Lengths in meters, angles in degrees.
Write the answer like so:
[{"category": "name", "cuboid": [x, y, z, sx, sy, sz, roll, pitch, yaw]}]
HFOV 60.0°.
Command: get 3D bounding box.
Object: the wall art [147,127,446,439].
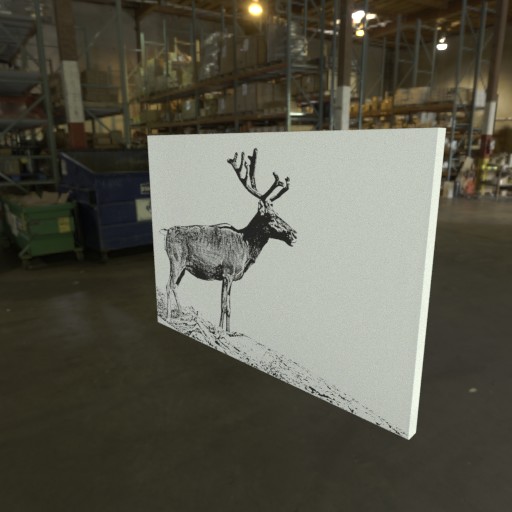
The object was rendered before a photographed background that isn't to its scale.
[{"category": "wall art", "cuboid": [0.000, 0.000, 1.154, 0.906, 0.617, 0.033, 13, 19, 42]}]
